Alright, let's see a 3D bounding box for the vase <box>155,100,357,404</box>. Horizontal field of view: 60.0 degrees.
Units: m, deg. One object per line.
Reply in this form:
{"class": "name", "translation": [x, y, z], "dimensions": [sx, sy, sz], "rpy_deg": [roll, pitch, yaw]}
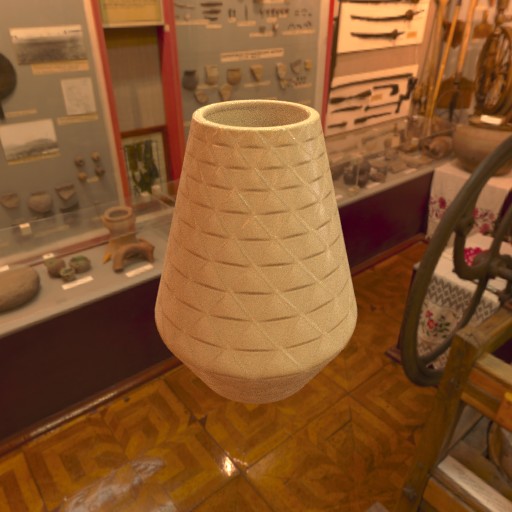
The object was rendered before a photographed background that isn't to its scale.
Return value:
{"class": "vase", "translation": [0.000, 0.000, 0.365], "dimensions": [0.175, 0.230, 0.175], "rpy_deg": [0, 31, 0]}
